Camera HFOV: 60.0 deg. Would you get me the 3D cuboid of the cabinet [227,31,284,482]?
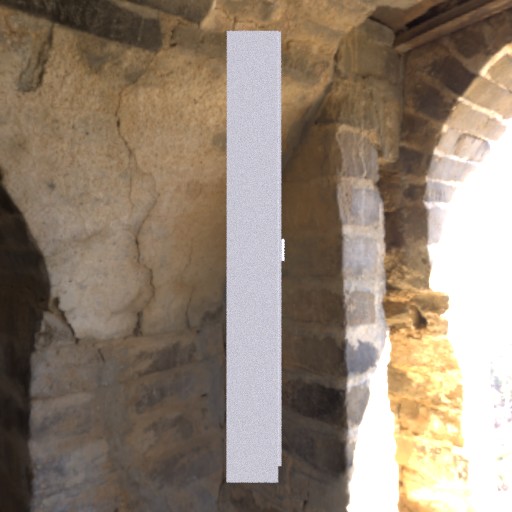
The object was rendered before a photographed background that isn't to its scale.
[{"bbox_3d":[0.000,0.000,2.007,0.230,1.790,0.500,0,-1,0],"label":"cabinet"}]
